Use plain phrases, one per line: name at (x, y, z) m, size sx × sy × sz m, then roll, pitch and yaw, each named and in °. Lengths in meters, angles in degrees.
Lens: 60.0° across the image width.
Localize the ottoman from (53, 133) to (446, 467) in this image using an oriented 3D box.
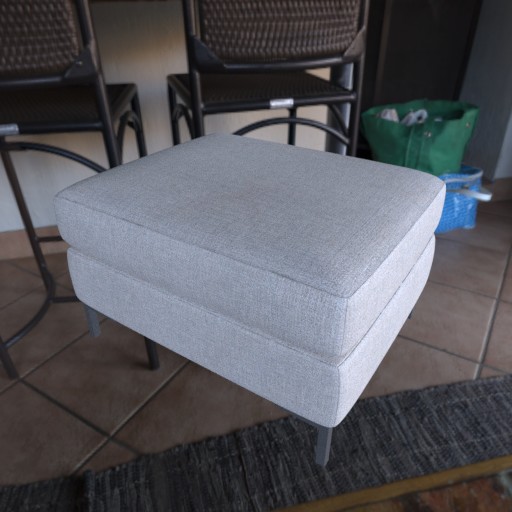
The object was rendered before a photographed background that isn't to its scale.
ottoman at (0.000, 0.000, 1.221) m, size 0.820 × 0.490 × 0.671 m, roll 19°, pitch 36°, yaw 29°
